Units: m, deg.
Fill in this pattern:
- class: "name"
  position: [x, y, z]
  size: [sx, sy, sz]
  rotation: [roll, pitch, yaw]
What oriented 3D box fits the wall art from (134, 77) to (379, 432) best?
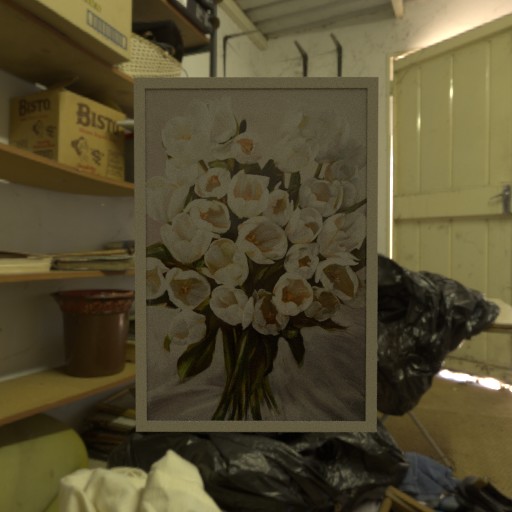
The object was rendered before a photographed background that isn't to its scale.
- class: "wall art"
  position: [0.000, 0.000, 1.213]
  size: [0.660, 0.965, 0.015]
  rotation: [0, 1, 0]
